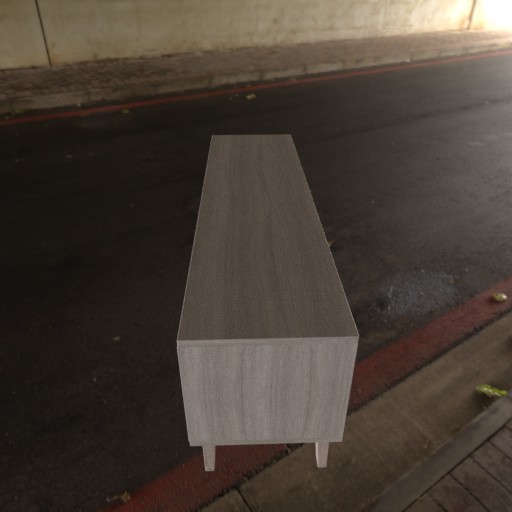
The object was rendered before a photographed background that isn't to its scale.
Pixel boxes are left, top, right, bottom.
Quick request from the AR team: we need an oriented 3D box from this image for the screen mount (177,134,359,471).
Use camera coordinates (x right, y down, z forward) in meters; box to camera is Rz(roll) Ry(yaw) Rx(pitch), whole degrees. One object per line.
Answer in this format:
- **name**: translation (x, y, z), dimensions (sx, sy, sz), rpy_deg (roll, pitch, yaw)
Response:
- **screen mount**: translation (0.000, 0.000, 1.731), dimensions (0.401, 0.509, 1.500), rpy_deg (-1, 32, -2)
